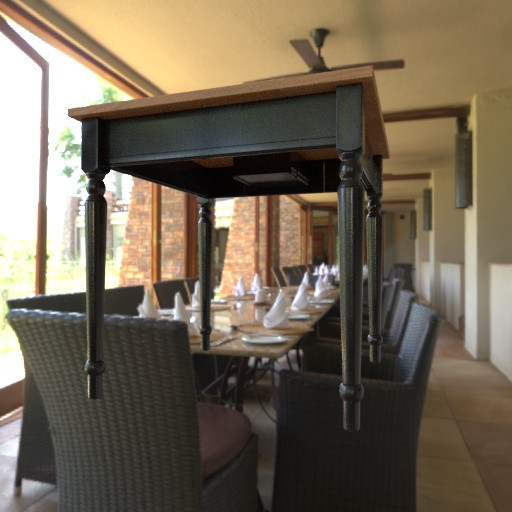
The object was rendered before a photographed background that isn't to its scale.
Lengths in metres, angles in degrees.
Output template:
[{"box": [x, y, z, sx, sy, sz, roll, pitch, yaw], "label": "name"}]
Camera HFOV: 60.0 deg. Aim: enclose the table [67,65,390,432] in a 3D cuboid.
[{"box": [0.000, 0.000, 1.341, 0.747, 0.738, 0.747, 0, -1, 19], "label": "table"}]
